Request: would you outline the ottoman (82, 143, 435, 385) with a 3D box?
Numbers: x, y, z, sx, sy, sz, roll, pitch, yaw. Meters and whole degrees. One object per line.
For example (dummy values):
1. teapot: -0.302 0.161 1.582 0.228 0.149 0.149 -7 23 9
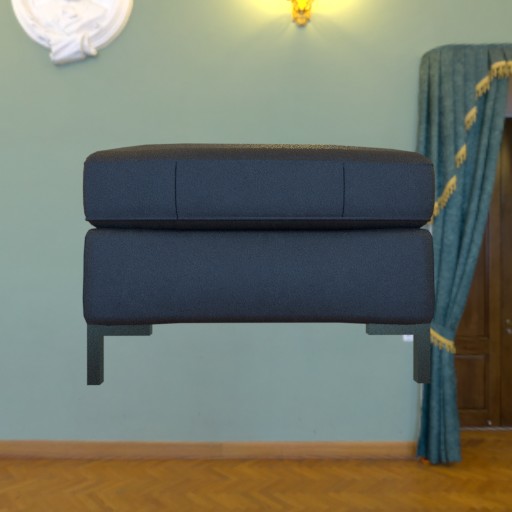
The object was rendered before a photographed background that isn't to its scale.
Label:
1. ottoman: 0.000 0.000 1.771 0.967 0.696 1.187 0 0 -1
